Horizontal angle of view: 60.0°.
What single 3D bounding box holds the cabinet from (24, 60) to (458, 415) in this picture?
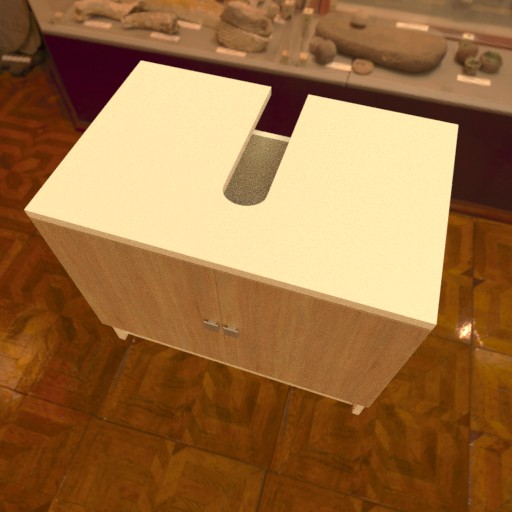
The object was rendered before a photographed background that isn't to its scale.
[{"bbox_3d":[0.000,0.000,0.924,0.600,0.522,0.400,15,58,10],"label":"cabinet"}]
